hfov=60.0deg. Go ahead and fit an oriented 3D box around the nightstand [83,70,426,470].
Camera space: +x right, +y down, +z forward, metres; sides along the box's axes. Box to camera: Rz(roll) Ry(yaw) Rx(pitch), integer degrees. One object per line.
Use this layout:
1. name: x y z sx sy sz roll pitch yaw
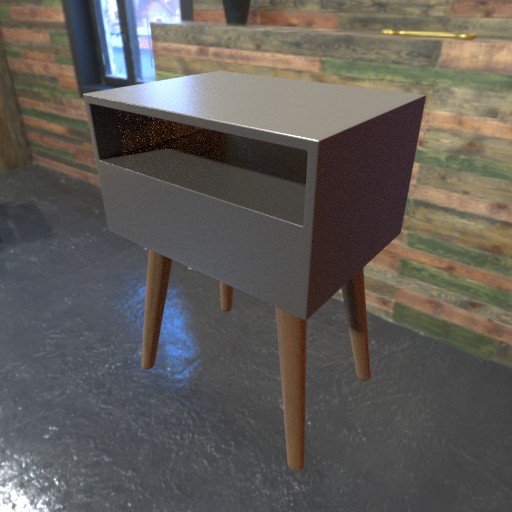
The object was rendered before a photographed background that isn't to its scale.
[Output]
1. nightstand: 0.000 0.000 0.727 0.370 0.508 0.288 21 37 32
